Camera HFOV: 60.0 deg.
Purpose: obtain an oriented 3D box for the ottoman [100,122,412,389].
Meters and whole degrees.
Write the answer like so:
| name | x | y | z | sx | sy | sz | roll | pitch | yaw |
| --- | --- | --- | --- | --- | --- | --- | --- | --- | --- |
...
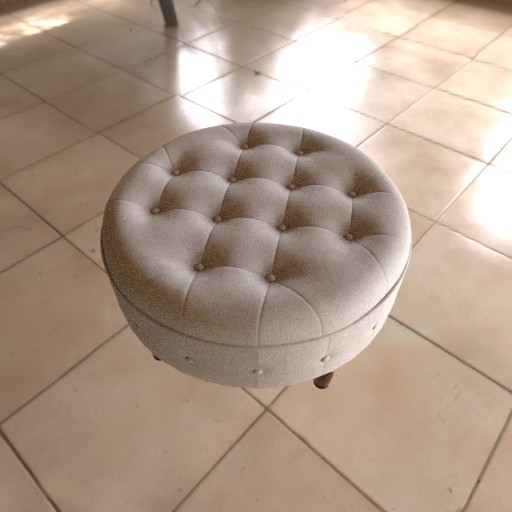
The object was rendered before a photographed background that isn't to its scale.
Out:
| name | x | y | z | sx | sy | sz | roll | pitch | yaw |
| --- | --- | --- | --- | --- | --- | --- | --- | --- | --- |
| ottoman | 0.000 | 0.000 | 1.359 | 0.849 | 0.478 | 0.849 | 0 | 47 | 0 |
